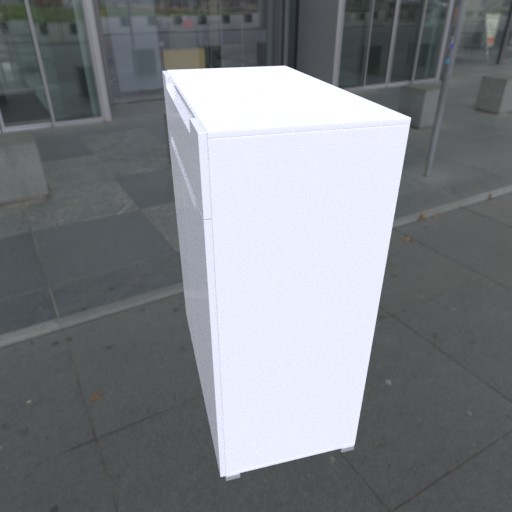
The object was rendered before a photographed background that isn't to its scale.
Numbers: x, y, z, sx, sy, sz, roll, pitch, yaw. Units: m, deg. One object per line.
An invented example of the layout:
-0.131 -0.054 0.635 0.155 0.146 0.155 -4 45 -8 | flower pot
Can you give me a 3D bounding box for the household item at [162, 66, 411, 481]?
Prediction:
0.000 0.000 1.406 0.420 1.010 0.790 -8 31 -13 | household item
